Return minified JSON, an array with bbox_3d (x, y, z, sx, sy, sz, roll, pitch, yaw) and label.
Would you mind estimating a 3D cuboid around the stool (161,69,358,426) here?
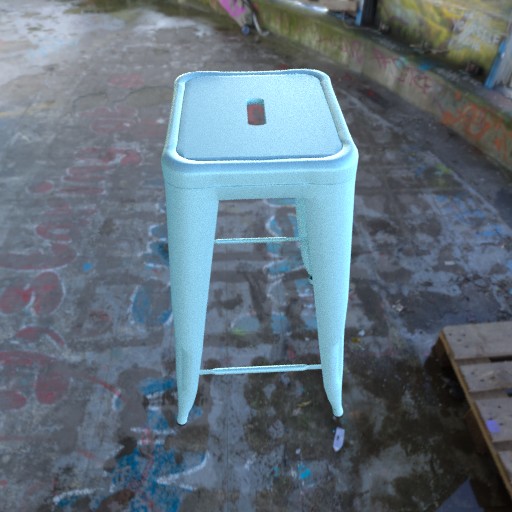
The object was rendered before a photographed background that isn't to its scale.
[{"bbox_3d":[0.000,0.000,0.862,0.359,0.609,0.399,-2,46,-2],"label":"stool"}]
